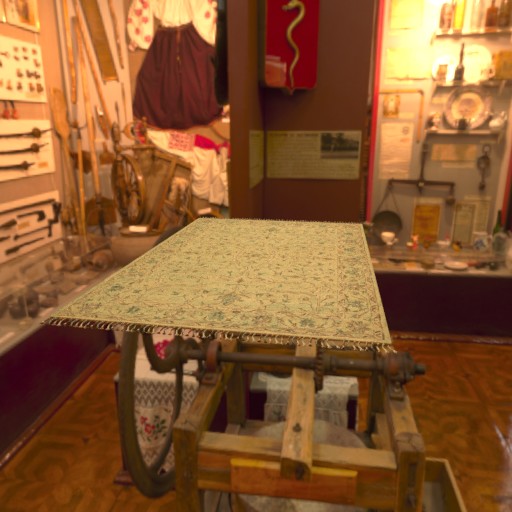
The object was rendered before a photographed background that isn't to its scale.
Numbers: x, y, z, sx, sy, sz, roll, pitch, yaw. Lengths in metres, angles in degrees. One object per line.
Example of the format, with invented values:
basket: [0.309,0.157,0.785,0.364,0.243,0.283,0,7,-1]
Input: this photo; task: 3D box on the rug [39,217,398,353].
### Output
rug: [0.000,0.000,2.970,1.544,0.010,2.435,3,17,10]
